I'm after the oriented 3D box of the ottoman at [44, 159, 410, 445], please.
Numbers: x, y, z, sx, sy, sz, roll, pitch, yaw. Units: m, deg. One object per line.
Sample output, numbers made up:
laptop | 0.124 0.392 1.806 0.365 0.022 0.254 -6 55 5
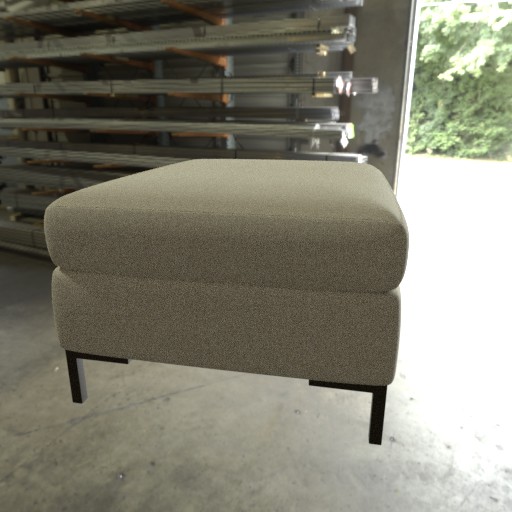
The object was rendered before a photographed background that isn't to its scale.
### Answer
ottoman | 0.000 0.000 1.138 0.657 0.453 0.794 4 18 11
